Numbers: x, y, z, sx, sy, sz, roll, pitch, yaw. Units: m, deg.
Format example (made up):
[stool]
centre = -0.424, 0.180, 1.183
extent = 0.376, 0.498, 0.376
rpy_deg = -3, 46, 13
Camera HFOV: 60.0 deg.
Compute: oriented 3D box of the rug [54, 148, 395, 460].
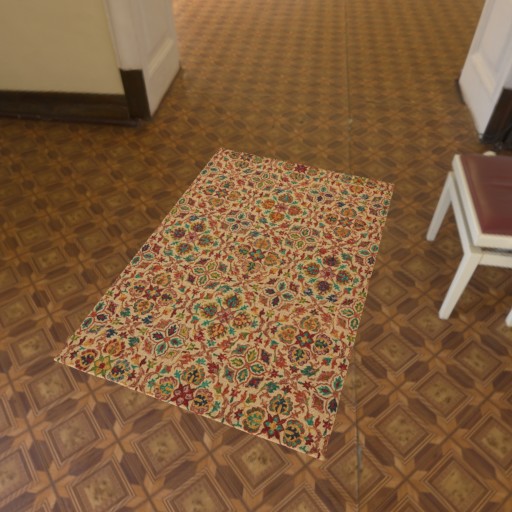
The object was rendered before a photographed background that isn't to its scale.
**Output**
[rug]
centre = 0.000, 0.000, 3.019
extent = 1.541, 0.018, 2.297
rpy_deg = 15, 48, 14
